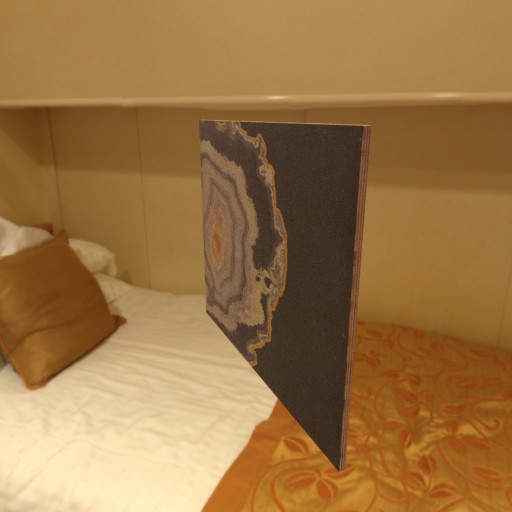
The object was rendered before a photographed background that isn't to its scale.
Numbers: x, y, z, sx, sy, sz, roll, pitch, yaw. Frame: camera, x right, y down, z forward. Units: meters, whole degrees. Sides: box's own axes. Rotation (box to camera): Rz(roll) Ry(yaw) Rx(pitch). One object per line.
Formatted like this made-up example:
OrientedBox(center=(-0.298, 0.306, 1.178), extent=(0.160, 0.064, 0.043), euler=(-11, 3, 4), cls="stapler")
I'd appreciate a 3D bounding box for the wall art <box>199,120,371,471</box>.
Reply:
OrientedBox(center=(0.000, 0.000, 0.704), extent=(0.010, 0.408, 0.508), euler=(-8, 19, -23), cls="wall art")
